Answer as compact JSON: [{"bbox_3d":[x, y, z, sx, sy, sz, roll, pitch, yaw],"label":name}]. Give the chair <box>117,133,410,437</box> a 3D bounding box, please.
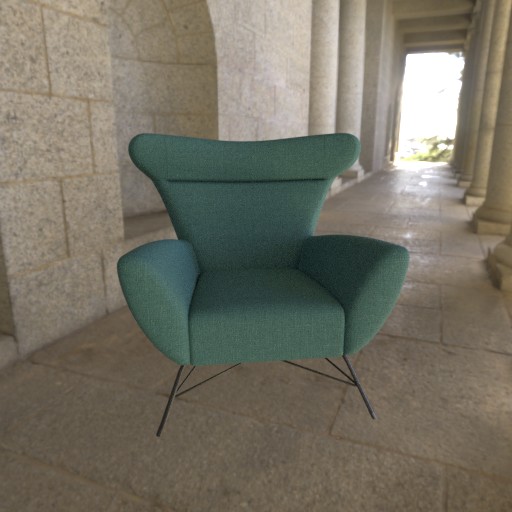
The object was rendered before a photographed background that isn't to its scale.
[{"bbox_3d":[0.000,0.000,1.824,1.050,0.980,0.900,-2,15,-7],"label":"chair"}]
